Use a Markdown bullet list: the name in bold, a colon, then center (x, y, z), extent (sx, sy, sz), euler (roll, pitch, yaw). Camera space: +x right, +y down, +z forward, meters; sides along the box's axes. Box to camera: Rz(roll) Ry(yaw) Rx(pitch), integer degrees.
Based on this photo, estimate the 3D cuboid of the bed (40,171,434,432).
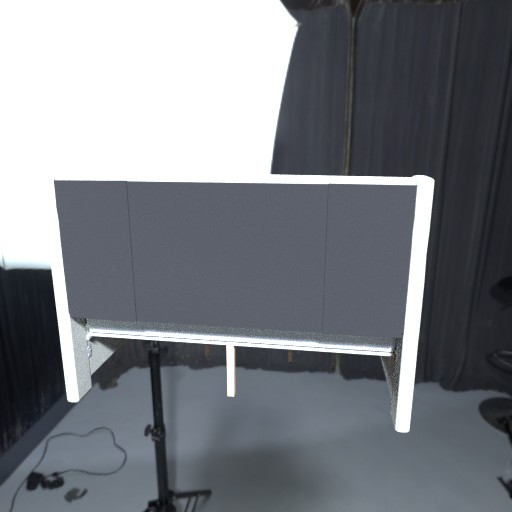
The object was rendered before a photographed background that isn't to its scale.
- **bed**: center (0.000, 0.000, 3.623), extent (2.140, 1.470, 2.280), euler (2, 15, 8)
